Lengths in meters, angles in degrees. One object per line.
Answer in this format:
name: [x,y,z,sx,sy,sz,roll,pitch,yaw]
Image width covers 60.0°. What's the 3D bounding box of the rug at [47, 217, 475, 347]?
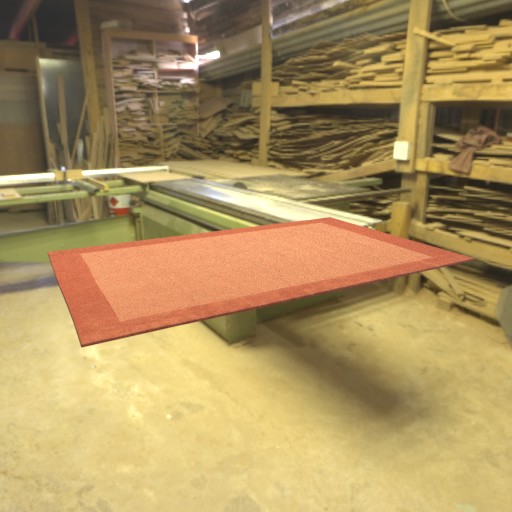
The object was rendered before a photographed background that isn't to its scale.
rug: [0.000,0.000,2.970,2.438,0.014,1.524,-9,19,-28]
